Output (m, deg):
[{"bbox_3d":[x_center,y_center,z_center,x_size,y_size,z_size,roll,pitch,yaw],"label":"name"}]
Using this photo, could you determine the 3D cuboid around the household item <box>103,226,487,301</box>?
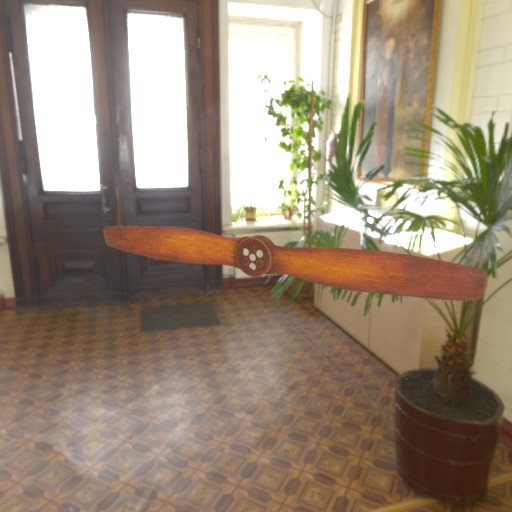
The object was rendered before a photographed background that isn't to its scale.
[{"bbox_3d":[0.000,0.000,1.272,1.181,0.121,0.051,7,16,26],"label":"household item"}]
